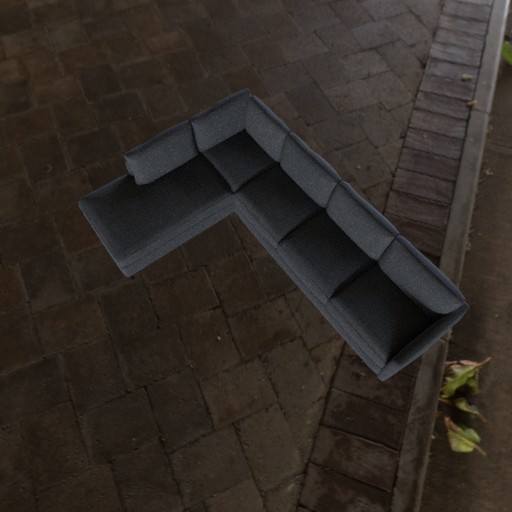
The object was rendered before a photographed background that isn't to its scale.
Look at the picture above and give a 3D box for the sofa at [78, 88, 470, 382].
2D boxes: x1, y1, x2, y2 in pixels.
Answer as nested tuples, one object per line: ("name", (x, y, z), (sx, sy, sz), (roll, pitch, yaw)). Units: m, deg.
("sofa", (0.000, 0.000, 3.865), (2.007, 0.815, 2.949), (-34, 68, -16))
